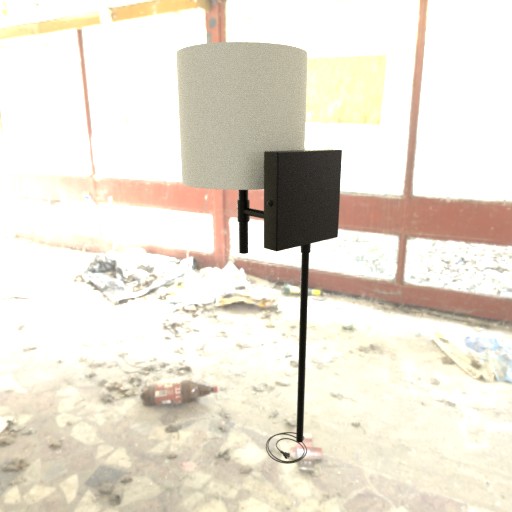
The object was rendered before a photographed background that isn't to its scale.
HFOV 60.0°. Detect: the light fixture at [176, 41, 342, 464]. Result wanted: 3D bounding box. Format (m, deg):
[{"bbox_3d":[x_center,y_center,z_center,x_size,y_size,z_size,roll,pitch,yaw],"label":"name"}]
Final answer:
[{"bbox_3d":[0.000,0.000,0.695,0.188,0.589,0.248,-13,20,-40],"label":"light fixture"}]
